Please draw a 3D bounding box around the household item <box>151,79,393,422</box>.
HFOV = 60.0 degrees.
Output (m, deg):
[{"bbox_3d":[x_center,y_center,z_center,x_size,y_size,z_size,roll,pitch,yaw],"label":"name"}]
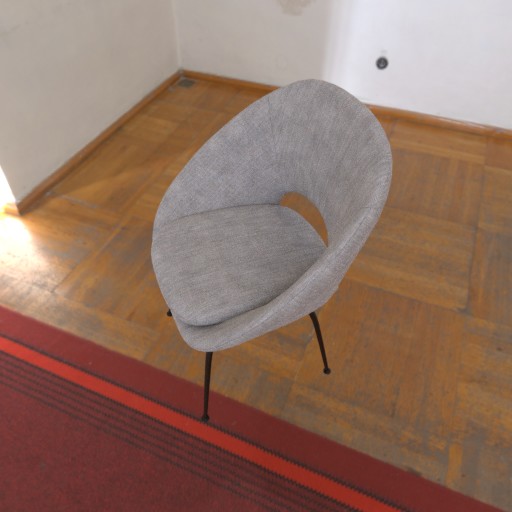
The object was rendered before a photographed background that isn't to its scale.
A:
[{"bbox_3d":[0.000,0.000,1.312,0.587,0.869,0.643,-17,49,-15],"label":"household item"}]
